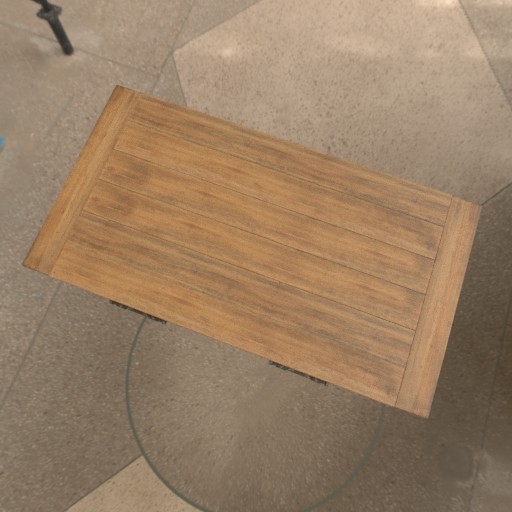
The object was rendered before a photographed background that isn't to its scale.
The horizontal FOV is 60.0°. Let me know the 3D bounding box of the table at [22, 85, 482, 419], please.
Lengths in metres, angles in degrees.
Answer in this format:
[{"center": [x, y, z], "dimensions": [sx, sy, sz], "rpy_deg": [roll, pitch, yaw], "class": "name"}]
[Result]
[{"center": [0.000, 0.000, 1.607], "dimensions": [1.270, 0.494, 0.693], "rpy_deg": [20, 76, 5], "class": "table"}]
